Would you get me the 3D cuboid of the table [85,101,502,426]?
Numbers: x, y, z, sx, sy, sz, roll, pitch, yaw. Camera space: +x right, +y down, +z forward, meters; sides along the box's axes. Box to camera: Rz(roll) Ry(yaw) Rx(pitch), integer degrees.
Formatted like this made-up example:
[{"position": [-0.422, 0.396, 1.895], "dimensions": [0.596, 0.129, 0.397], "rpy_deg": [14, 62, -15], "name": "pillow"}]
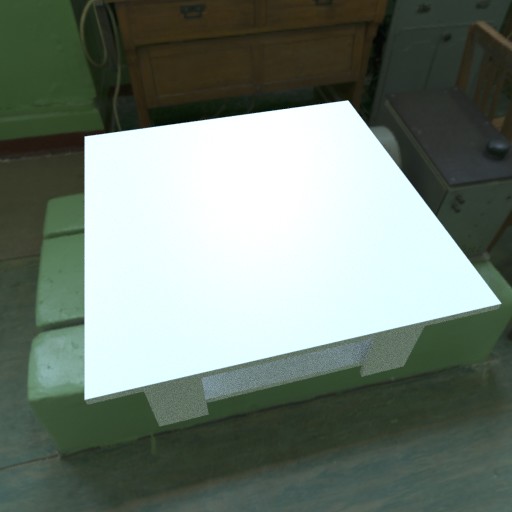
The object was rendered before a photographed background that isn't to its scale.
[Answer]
[{"position": [0.000, 0.000, 1.011], "dimensions": [0.670, 0.305, 0.670], "rpy_deg": [-11, 50, -9], "name": "table"}]
